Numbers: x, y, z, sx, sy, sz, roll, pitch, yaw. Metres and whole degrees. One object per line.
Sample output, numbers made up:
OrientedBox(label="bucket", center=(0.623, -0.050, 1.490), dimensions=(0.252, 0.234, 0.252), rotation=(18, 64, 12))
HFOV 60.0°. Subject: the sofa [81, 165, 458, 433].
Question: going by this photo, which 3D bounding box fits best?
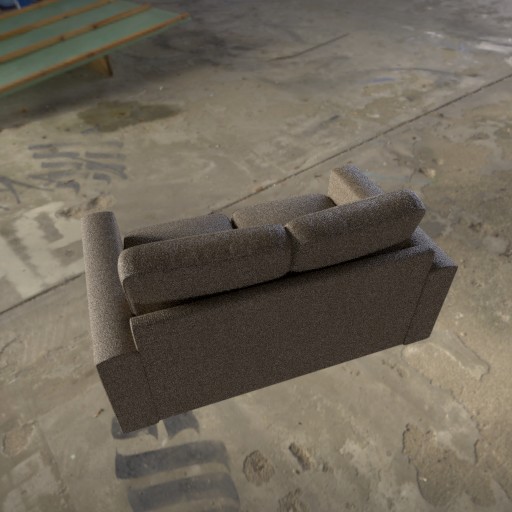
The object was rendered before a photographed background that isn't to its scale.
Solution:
OrientedBox(label="sofa", center=(0.000, 0.000, 2.252), dimensions=(1.616, 0.873, 1.016), rotation=(-13, 43, -14))
